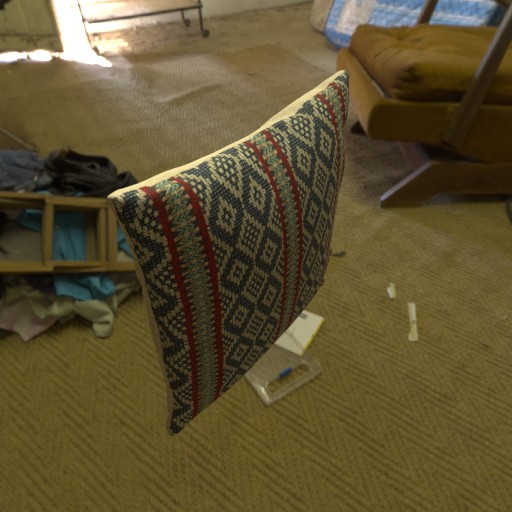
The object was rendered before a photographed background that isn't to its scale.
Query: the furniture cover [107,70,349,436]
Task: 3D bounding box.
[{"bbox_3d":[0.000,0.000,0.662,0.139,0.431,0.431,27,48,27],"label":"furniture cover"}]
